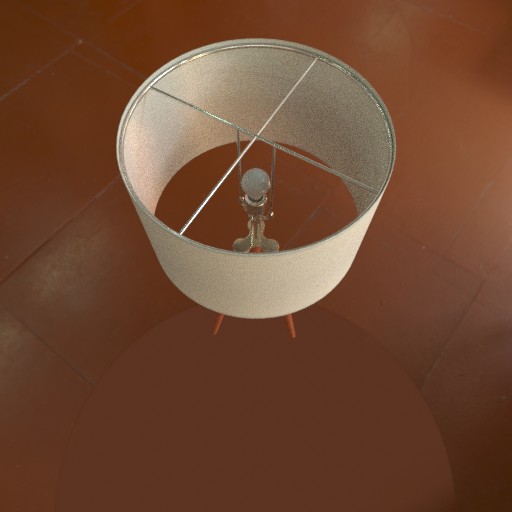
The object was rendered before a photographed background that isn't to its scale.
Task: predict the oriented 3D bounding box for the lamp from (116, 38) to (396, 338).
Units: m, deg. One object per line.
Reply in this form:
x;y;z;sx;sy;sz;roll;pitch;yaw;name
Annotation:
0.000;0.000;0.883;0.354;0.709;0.355;-17;65;-8;lamp
